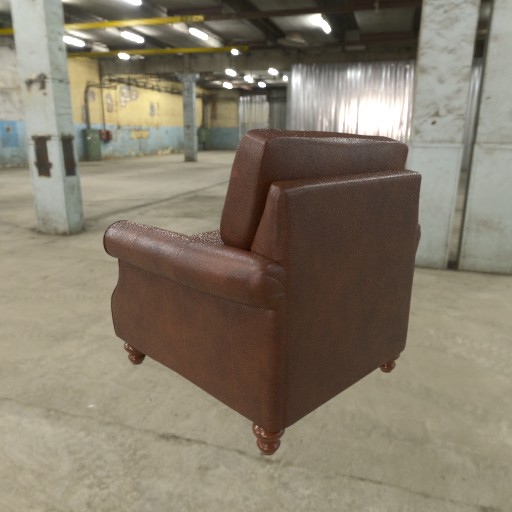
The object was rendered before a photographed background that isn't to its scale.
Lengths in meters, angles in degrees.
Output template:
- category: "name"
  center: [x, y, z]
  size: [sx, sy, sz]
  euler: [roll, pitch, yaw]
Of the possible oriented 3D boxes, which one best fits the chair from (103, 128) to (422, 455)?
- category: "chair"
  center: [0.000, 0.000, 1.793]
  size: [0.989, 0.972, 0.992]
  euler: [-14, 20, -43]
